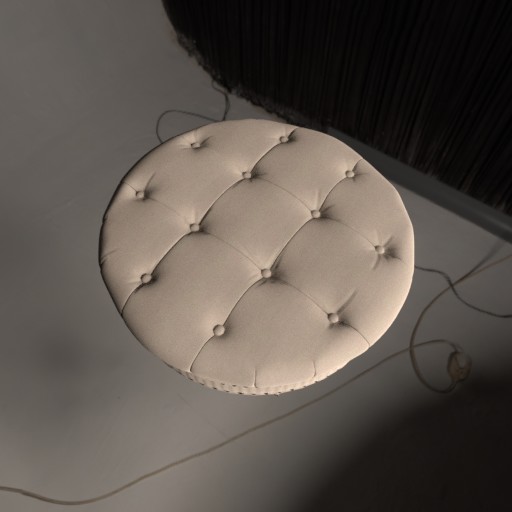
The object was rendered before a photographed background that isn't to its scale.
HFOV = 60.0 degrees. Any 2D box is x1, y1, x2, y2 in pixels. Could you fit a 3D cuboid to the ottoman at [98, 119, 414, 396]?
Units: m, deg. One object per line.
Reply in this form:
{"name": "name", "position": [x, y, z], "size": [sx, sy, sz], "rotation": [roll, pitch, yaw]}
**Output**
{"name": "ottoman", "position": [0.000, 0.000, 1.400], "size": [0.901, 0.439, 0.901], "rotation": [0, 58, 0]}
